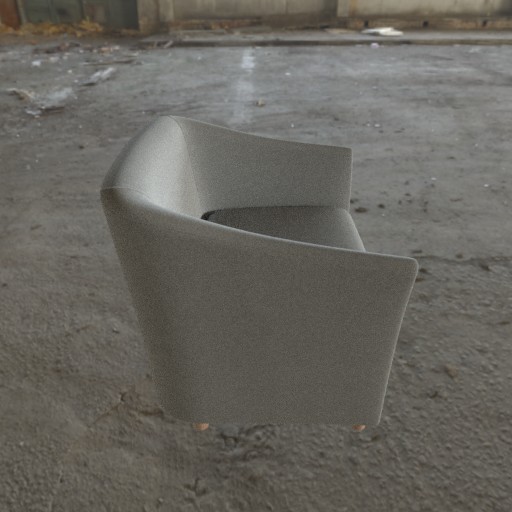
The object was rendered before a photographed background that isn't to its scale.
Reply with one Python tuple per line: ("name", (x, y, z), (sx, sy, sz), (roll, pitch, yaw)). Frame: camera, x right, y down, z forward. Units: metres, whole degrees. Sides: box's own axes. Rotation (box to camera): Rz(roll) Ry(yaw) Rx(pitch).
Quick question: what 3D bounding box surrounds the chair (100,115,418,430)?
("chair", (0.000, 0.000, 1.364), (0.700, 0.720, 0.790), (0, 32, 0))
